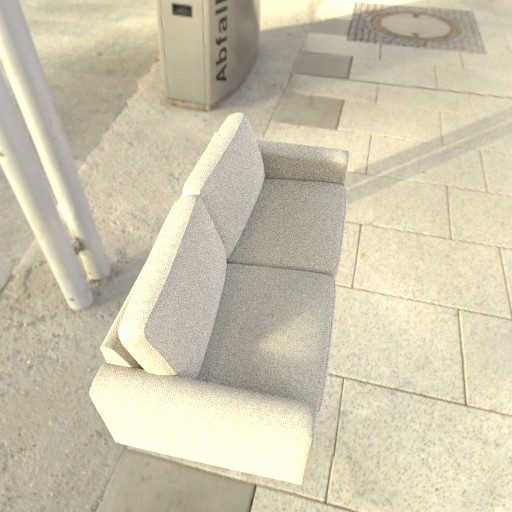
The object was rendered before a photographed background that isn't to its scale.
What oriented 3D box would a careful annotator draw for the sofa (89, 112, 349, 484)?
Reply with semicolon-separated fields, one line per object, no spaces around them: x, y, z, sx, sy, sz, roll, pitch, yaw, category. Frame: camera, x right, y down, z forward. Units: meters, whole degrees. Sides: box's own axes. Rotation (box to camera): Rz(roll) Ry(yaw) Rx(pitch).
0.000;0.000;2.660;1.016;0.873;2.179;9;46;8;sofa
